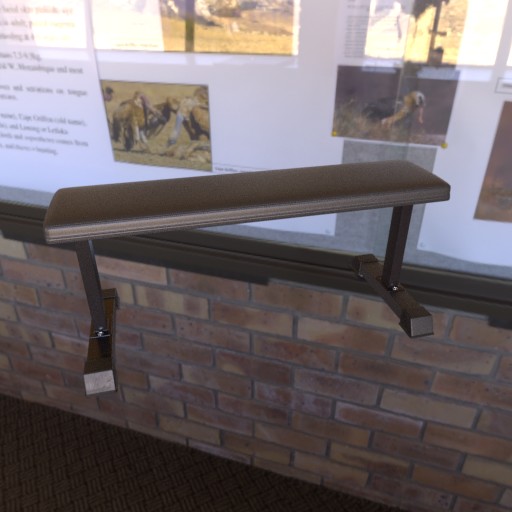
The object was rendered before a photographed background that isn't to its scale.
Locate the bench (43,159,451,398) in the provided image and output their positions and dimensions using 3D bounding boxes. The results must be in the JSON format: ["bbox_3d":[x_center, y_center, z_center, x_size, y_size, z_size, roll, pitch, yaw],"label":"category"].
[{"bbox_3d":[0.000,0.000,1.317,1.072,0.453,0.439,-7,31,-12],"label":"bench"}]
